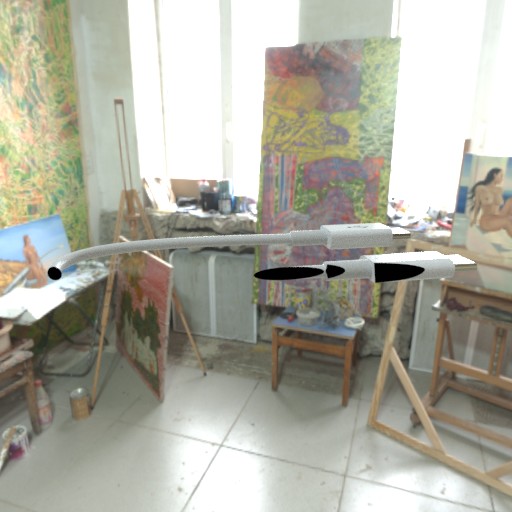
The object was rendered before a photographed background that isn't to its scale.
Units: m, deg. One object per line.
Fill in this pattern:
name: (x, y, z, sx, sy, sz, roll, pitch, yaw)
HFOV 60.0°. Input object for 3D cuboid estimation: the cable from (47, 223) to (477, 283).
cable: (0.000, 0.000, 0.113, 0.098, 0.006, 0.040, -3, 17, -10)
